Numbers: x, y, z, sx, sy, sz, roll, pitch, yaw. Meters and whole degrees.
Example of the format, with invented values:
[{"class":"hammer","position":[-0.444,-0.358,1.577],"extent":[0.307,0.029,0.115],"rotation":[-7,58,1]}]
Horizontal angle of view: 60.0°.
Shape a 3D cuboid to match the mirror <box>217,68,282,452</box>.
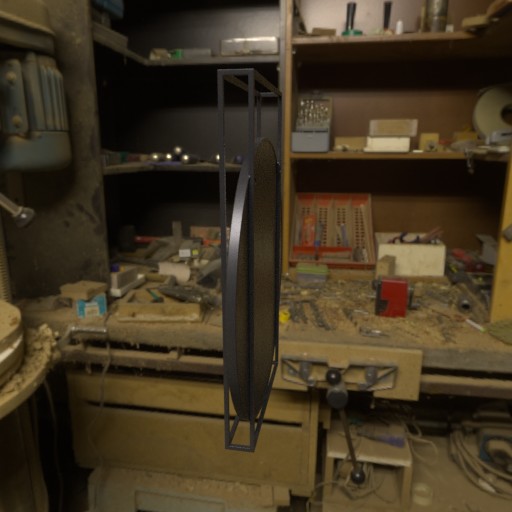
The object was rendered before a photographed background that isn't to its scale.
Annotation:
[{"class":"mirror","position":[0.000,0.000,0.826],"extent":[0.051,0.603,0.508],"rotation":[3,15,10]}]
